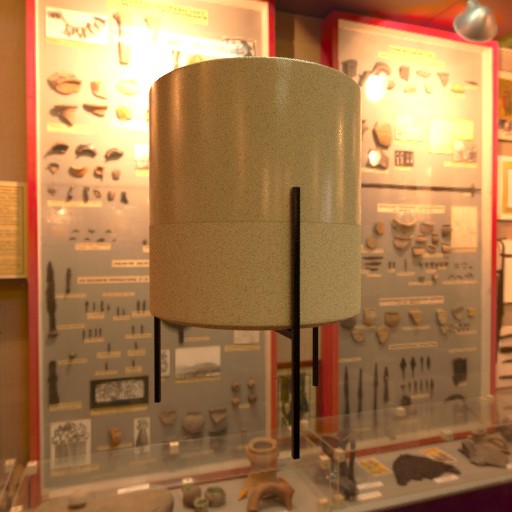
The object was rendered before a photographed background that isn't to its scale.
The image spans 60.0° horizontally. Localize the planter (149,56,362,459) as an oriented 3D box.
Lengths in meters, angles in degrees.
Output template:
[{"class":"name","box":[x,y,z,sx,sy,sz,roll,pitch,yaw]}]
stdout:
[{"class":"planter","box":[0.000,0.000,0.673,0.314,0.475,0.323,0,1,-17]}]
